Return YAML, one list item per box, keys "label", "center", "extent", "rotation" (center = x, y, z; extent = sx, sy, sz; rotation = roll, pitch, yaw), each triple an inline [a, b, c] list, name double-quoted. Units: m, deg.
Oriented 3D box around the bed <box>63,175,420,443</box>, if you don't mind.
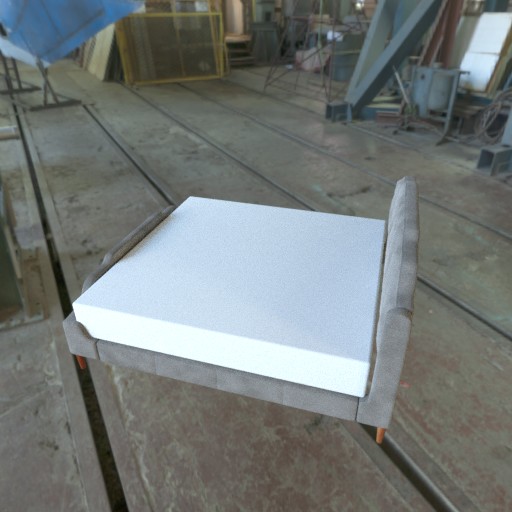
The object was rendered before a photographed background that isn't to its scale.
- label: "bed"
  center: [0.000, 0.000, 3.634]
  extent: [2.340, 1.245, 2.074]
  rotation: [9, 32, 14]
